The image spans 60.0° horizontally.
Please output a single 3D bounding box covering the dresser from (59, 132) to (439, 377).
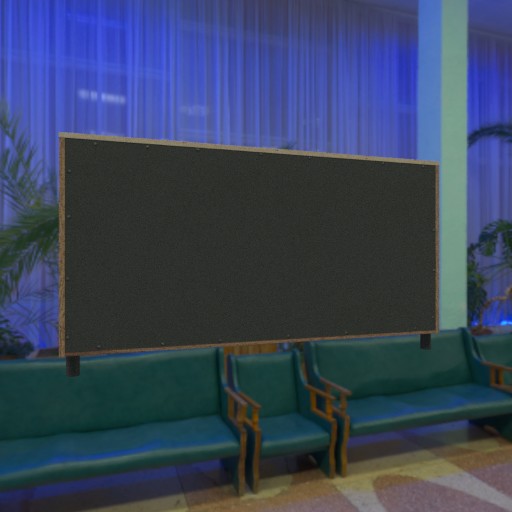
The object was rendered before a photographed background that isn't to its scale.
[{"bbox_3d":[0.000,0.000,1.956,1.547,0.834,0.487,0,0,-18],"label":"dresser"}]
